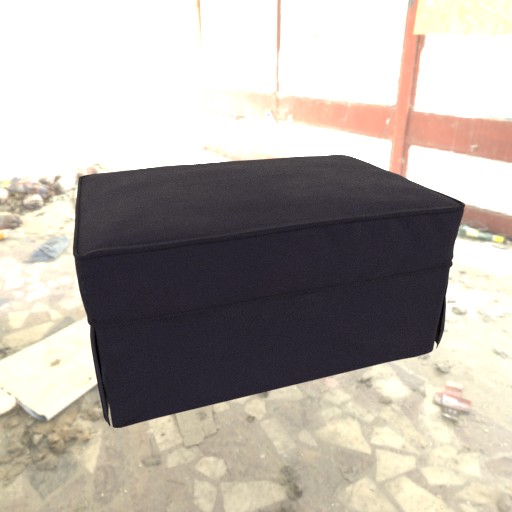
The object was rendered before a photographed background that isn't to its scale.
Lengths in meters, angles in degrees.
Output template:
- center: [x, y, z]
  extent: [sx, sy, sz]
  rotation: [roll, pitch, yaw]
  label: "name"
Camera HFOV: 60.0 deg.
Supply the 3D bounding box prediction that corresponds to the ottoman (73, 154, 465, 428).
- center: [0.000, 0.000, 1.285]
  extent: [0.938, 0.503, 0.637]
  rotation: [-8, 26, -17]
  label: "ottoman"
